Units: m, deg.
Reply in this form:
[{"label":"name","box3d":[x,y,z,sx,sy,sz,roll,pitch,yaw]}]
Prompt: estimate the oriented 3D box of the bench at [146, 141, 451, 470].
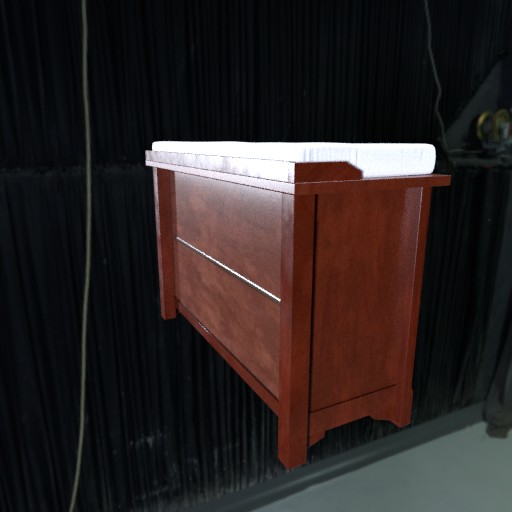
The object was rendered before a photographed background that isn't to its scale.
[{"label":"bench","box3d":[0.000,0.000,1.296,0.369,0.646,0.987,-7,16,-26]}]
